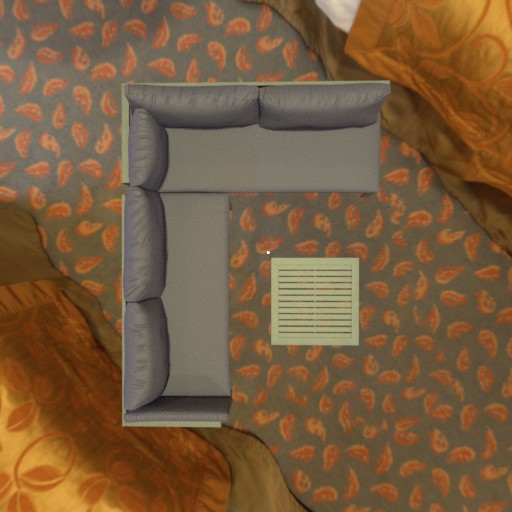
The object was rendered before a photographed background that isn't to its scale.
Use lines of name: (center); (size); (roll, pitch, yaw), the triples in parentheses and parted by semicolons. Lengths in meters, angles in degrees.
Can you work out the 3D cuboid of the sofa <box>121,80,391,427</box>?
sofa: (0.000, 0.000, 2.985); (1.658, 0.762, 2.149); (0, 90, 2)
